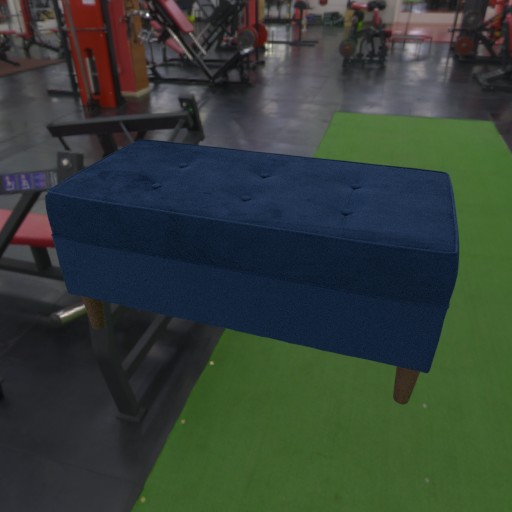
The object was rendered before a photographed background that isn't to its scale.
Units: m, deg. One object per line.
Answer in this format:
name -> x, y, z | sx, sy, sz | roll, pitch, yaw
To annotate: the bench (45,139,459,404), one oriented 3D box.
bench -> 0.000, 0.000, 1.296 | 1.010, 0.467, 0.489 | 10, 33, 15
